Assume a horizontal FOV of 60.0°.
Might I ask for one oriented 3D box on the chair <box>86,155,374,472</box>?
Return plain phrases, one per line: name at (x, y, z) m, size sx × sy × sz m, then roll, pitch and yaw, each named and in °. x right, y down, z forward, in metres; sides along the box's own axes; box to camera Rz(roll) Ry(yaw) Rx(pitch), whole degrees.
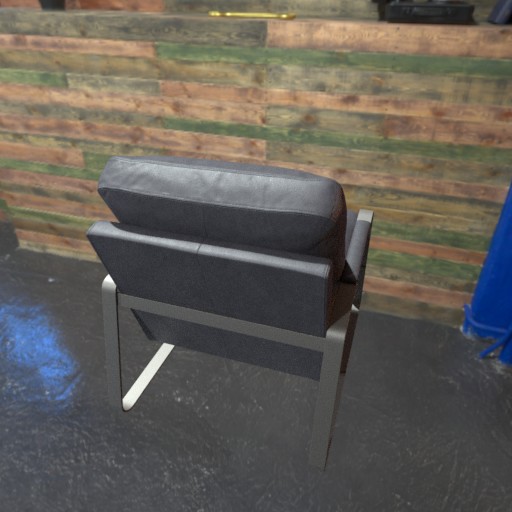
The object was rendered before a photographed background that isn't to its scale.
chair at (0.000, 0.000, 1.475) m, size 0.692 × 0.839 × 0.878 m, roll 10°, pitch 33°, yaw 16°
